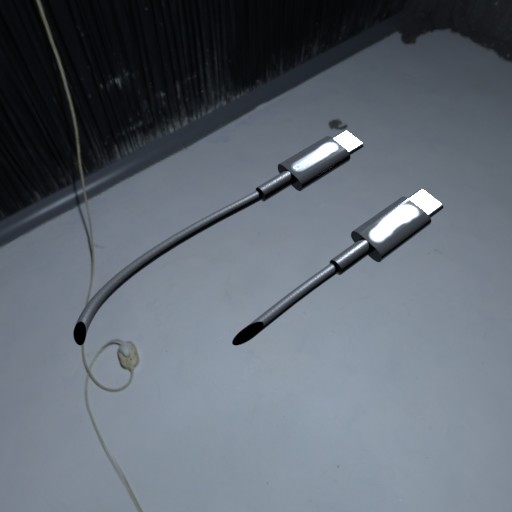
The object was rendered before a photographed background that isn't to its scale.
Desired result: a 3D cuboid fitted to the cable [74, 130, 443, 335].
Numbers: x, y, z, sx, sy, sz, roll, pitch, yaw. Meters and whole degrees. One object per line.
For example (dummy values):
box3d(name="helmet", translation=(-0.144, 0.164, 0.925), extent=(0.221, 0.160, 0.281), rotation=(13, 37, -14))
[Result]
box3d(name="cable", translation=(0.000, 0.000, 0.111), extent=(0.098, 0.005, 0.041), rotation=(-33, 63, -20))
